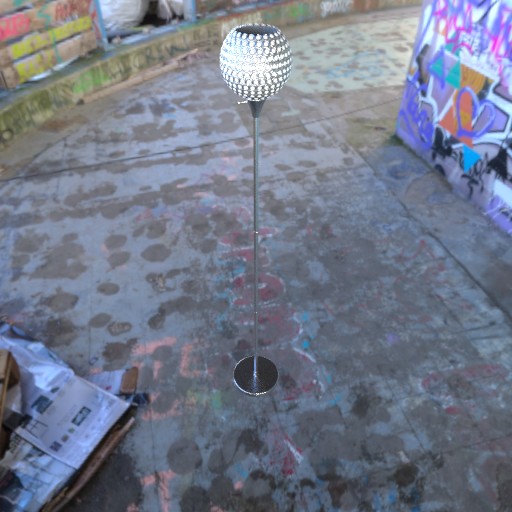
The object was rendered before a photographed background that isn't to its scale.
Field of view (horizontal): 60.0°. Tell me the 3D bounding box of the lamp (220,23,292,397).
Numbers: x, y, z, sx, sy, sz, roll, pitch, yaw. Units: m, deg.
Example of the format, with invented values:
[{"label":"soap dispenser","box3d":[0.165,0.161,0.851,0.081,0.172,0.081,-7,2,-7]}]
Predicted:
[{"label":"lamp","box3d":[0.000,0.000,1.925,0.254,1.805,0.254,0,40,0]}]
